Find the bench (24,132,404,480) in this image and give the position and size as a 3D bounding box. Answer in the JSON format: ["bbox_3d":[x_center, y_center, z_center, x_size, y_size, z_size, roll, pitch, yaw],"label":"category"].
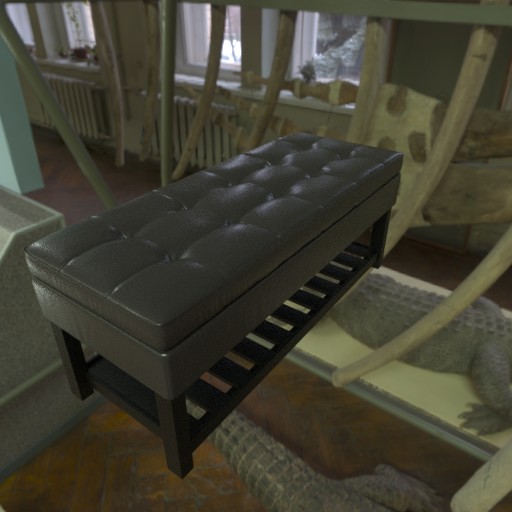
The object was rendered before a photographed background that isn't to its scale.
[{"bbox_3d":[0.000,0.000,1.309,0.432,0.460,1.105,21,37,31],"label":"bench"}]
